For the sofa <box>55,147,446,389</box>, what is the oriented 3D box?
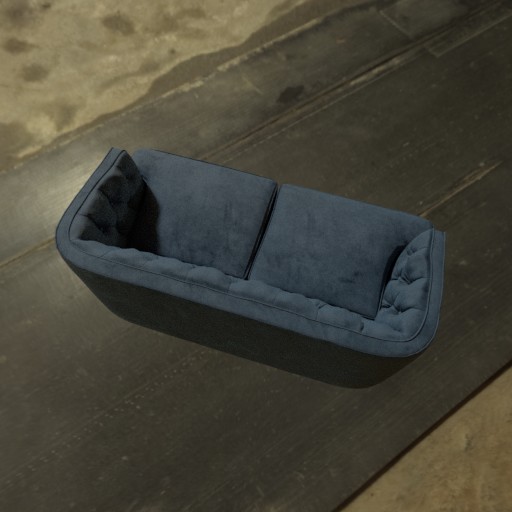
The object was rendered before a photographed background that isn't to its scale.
[{"bbox_3d":[0.000,0.000,2.307,1.733,0.854,0.941,15,65,7],"label":"sofa"}]
